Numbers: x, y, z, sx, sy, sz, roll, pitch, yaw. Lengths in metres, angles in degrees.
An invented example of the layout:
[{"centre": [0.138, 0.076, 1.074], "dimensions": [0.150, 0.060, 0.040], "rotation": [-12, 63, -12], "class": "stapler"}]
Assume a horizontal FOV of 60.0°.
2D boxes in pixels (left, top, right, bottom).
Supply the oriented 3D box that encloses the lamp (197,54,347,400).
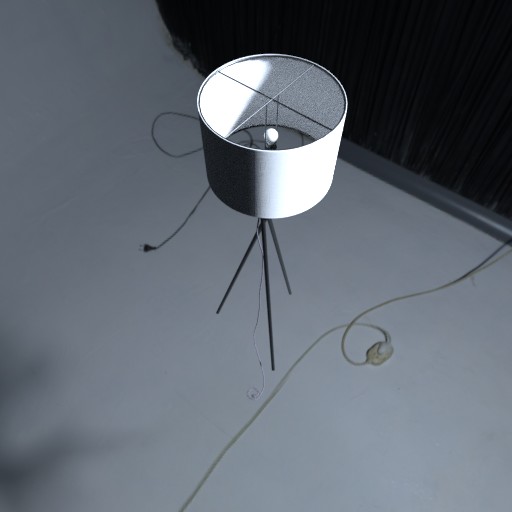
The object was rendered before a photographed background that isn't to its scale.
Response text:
[{"centre": [0.000, 0.000, 1.949], "dimensions": [0.522, 1.624, 0.667], "rotation": [34, 63, 20], "class": "lamp"}]
